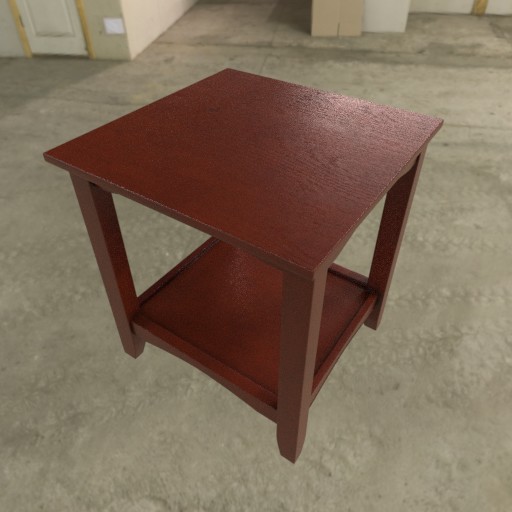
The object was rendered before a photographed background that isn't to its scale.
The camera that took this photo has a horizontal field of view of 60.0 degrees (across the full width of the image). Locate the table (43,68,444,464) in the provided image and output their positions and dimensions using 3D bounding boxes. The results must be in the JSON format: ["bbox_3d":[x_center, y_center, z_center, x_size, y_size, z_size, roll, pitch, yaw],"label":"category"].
[{"bbox_3d":[0.000,0.000,0.953,0.523,0.558,0.522,26,47,27],"label":"table"}]
